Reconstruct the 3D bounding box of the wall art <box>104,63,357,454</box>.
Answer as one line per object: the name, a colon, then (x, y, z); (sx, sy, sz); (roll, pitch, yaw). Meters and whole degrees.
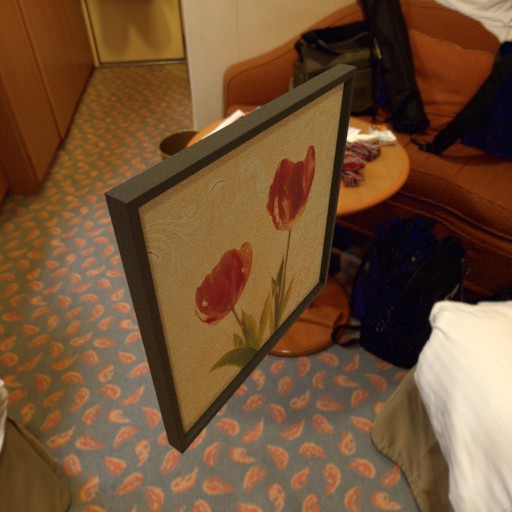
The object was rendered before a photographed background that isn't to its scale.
wall art: (0.000, 0.000, 0.523); (0.038, 0.349, 0.349); (25, 46, 26)
